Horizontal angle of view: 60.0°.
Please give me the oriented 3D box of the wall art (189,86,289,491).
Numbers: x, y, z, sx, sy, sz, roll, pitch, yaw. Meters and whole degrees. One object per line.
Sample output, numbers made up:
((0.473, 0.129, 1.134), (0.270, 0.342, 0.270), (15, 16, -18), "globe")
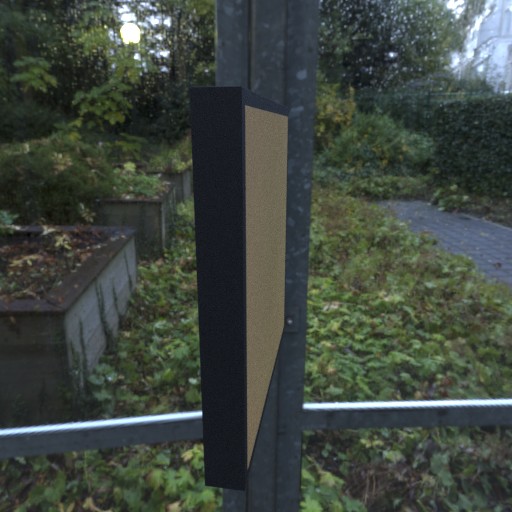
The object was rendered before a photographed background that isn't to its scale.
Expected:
((0.000, 0.000, 0.460), (0.033, 0.304, 0.305), (3, 16, 9), "wall art")
